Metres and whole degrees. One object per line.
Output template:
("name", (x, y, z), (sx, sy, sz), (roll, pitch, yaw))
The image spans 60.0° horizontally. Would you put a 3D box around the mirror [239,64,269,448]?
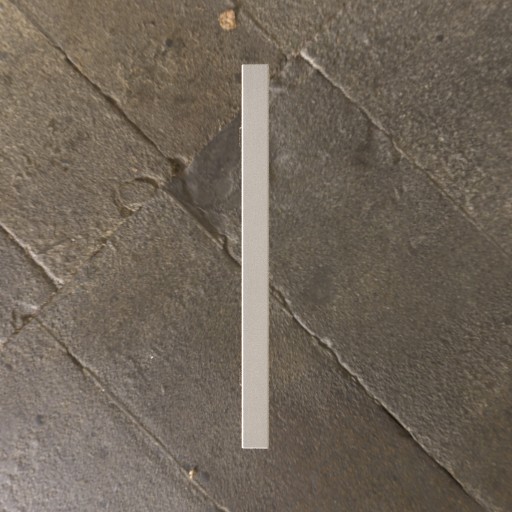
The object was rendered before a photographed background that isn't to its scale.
("mirror", (0.000, 0.000, 0.940), (0.040, 0.710, 0.507), (0, 90, 0))
